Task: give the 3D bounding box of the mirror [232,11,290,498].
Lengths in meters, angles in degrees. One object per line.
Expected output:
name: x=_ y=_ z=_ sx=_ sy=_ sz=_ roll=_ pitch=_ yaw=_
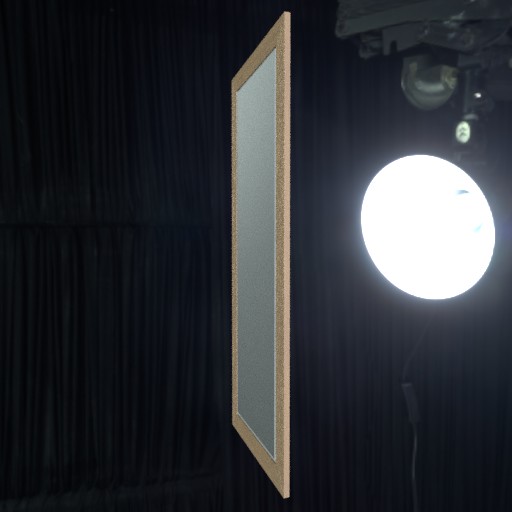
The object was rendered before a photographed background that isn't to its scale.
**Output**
mirror: x=0.000 y=0.000 z=2.238 sx=0.026 sy=2.031 sz=0.812 roll=-1 pitch=2 yaw=-19
